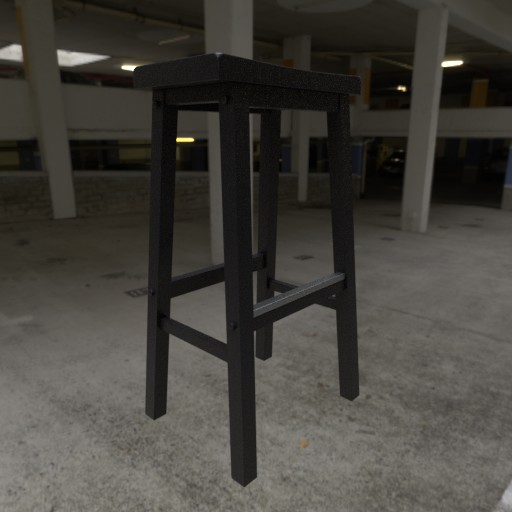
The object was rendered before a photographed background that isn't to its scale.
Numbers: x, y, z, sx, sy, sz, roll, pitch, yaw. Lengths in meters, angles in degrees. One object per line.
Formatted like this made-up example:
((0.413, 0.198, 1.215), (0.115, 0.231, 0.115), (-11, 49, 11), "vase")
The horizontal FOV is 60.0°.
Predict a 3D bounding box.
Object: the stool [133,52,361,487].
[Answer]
((0.000, 0.000, 0.961), (0.322, 0.742, 0.406), (14, 21, 41), "stool")
